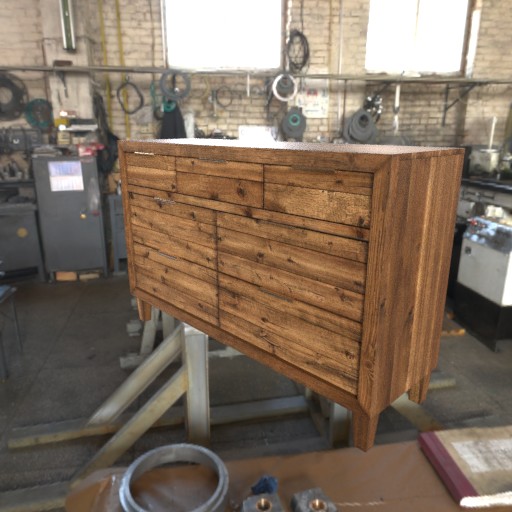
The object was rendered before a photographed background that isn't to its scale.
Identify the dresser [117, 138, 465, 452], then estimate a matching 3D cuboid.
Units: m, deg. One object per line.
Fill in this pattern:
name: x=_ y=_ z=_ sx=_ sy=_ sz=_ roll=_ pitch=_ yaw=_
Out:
dresser: x=0.000 y=0.000 z=1.812 sx=0.438 sy=0.892 sz=1.387 roll=-15 pitch=22 yaw=-42
